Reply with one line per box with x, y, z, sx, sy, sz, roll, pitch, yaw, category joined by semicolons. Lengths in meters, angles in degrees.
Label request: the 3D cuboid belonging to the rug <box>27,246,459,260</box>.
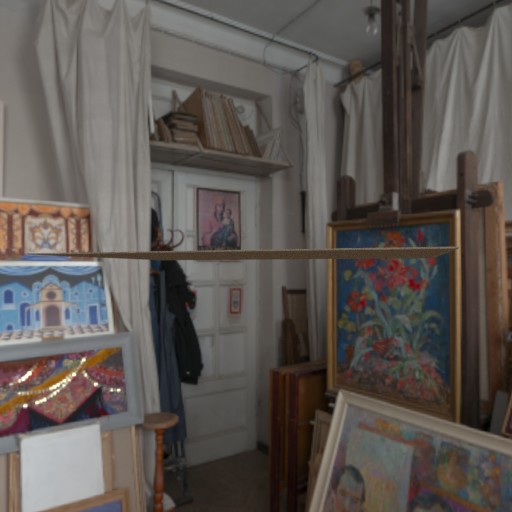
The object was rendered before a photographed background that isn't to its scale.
0.000;0.000;2.343;1.827;0.006;1.221;-1;-2;18;rug
